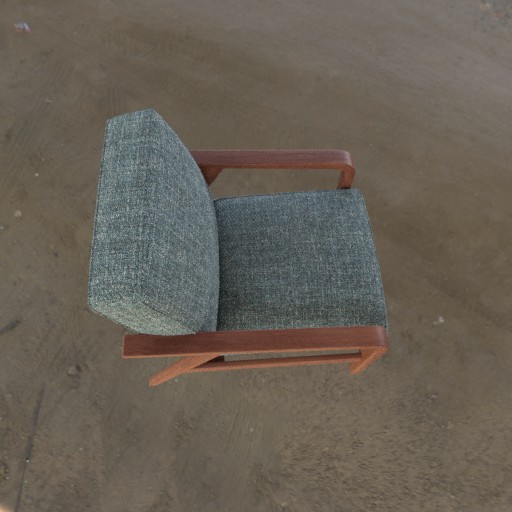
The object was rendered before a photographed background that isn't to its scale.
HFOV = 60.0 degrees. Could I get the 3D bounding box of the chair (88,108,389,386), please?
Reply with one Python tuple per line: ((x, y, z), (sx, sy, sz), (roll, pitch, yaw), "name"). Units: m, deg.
((0.000, 0.000, 1.533), (0.889, 0.864, 0.719), (-3, 65, -1), "chair")
